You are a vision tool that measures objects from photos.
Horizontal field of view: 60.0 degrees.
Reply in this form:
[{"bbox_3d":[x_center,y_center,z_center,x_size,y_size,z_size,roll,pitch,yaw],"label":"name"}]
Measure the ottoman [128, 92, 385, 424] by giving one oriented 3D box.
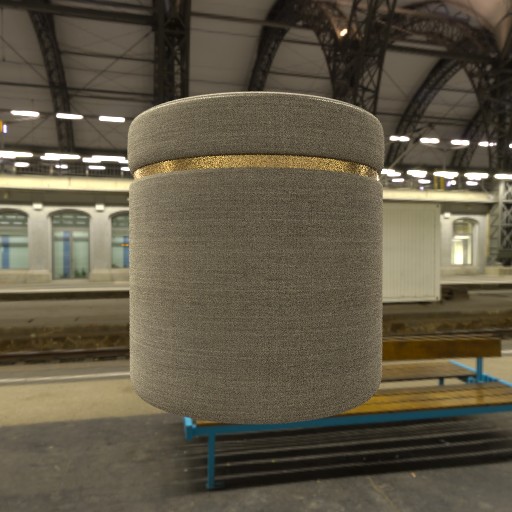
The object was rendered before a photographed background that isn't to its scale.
[{"bbox_3d":[0.000,0.000,0.721,0.400,0.406,0.400,0,1,0],"label":"ottoman"}]
